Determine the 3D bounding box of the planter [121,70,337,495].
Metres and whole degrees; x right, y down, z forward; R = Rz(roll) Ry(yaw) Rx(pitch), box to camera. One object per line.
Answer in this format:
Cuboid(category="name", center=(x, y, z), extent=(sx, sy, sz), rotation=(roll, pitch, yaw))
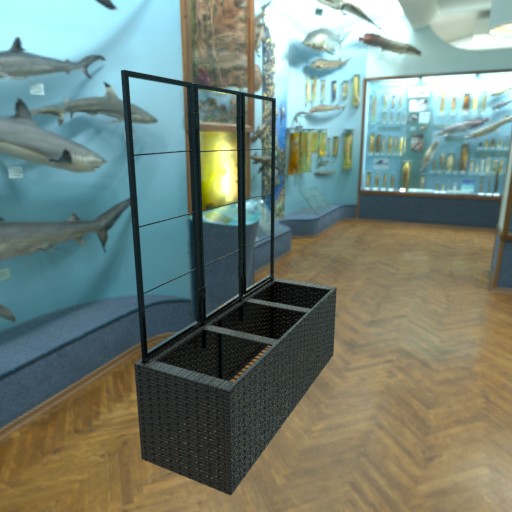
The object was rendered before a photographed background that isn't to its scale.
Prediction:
Cuboid(category="planter", center=(0.000, 0.000, 1.165), extent=(0.244, 0.841, 0.699), rotation=(7, 16, 26))
